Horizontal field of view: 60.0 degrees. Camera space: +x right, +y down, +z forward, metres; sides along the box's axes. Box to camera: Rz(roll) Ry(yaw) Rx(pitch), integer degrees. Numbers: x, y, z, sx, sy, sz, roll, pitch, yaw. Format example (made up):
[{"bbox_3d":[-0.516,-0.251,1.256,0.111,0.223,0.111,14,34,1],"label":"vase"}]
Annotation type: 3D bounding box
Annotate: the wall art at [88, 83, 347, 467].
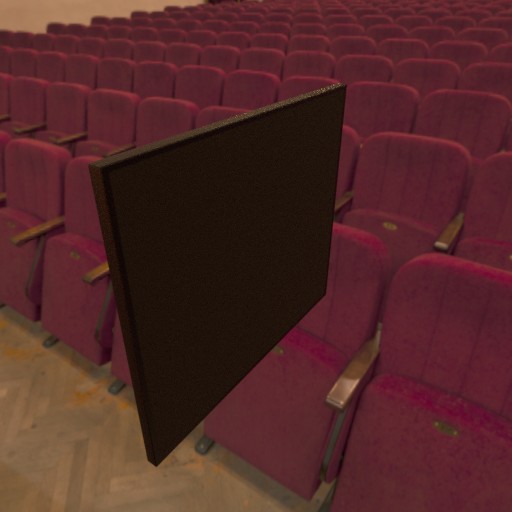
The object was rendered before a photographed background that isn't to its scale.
[{"bbox_3d":[0.000,0.000,0.709,0.018,0.450,0.521,20,36,30],"label":"wall art"}]
